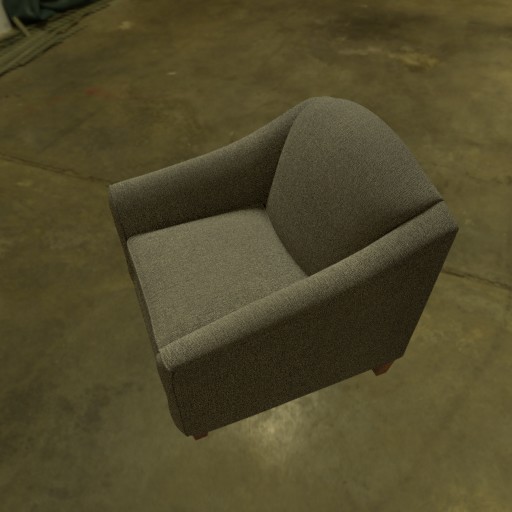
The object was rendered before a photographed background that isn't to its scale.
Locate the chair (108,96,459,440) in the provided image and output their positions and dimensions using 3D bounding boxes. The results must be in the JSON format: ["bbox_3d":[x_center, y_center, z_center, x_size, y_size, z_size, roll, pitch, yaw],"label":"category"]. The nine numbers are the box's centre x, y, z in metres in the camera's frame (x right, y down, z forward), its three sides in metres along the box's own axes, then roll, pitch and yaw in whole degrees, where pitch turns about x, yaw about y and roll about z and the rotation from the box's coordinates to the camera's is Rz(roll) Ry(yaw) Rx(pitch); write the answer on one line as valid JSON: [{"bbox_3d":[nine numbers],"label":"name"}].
[{"bbox_3d":[0.000,0.000,1.429,0.787,0.839,0.763,-17,48,-16],"label":"chair"}]
